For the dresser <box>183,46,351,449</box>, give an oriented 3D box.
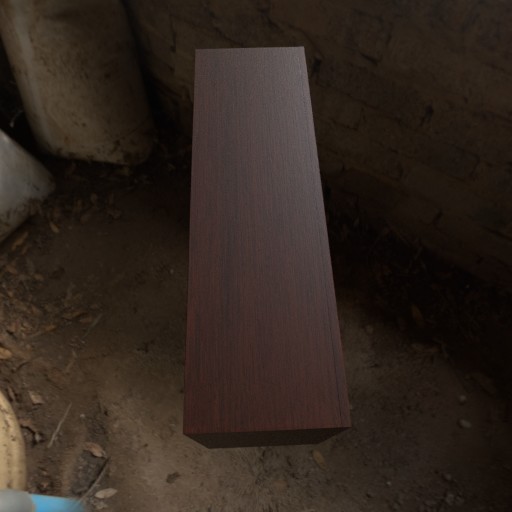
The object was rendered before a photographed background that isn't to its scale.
[{"bbox_3d":[0.000,0.000,2.073,0.499,0.971,1.609,-2,64,-1],"label":"dresser"}]
